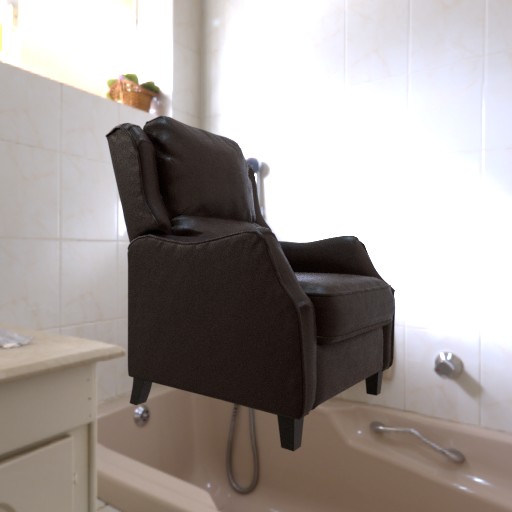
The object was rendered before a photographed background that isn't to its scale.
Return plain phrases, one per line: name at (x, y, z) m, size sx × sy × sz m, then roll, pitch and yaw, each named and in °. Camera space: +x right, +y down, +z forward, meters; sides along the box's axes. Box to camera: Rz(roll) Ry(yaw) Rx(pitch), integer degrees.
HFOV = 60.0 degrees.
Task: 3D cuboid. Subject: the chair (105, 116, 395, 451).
chair at (0.000, 0.000, 1.784) m, size 0.982 × 1.132 × 0.770 m, roll 0°, pitch 0°, yaw 37°
